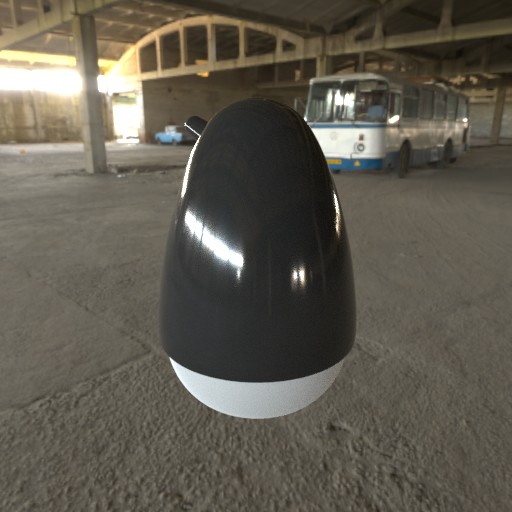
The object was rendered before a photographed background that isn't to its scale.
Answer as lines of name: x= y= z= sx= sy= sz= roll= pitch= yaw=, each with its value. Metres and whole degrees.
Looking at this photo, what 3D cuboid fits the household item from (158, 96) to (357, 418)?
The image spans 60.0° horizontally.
household item: x=0.000 y=0.000 z=0.224 sx=0.102 sy=0.152 sz=0.104 roll=-15 pitch=23 yaw=-41
